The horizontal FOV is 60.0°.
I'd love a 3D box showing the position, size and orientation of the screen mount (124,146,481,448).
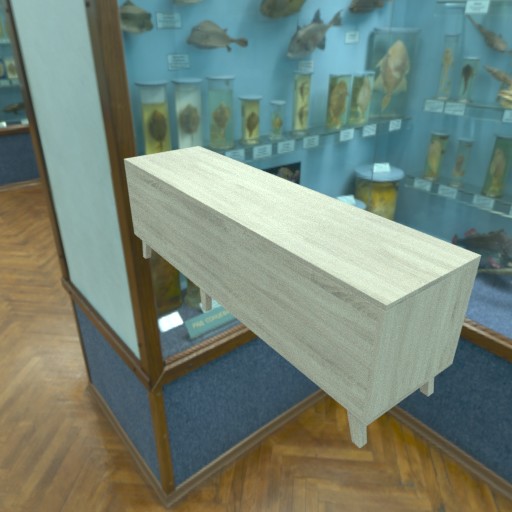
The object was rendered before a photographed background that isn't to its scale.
[{"bbox_3d":[0.000,0.000,1.744,0.400,0.510,1.500,-19,33,-32],"label":"screen mount"}]
